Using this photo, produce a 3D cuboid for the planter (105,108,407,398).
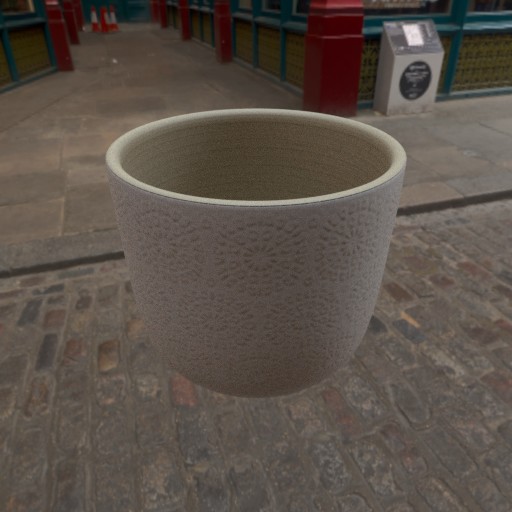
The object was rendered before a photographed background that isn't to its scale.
[{"bbox_3d":[0.000,0.000,0.367,0.208,0.190,0.208,0,32,0],"label":"planter"}]
